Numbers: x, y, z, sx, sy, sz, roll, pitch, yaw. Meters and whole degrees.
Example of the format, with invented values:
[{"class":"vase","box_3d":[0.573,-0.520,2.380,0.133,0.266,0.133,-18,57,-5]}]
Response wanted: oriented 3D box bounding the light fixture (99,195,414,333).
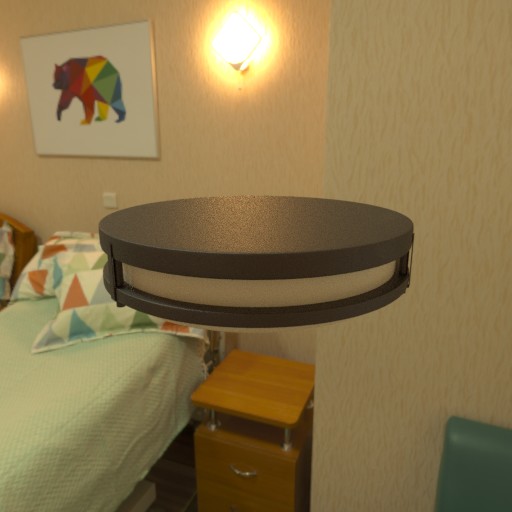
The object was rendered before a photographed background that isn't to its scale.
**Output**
[{"class":"light fixture","box_3d":[0.000,0.000,0.540,0.356,0.102,0.356,0,15,0]}]
